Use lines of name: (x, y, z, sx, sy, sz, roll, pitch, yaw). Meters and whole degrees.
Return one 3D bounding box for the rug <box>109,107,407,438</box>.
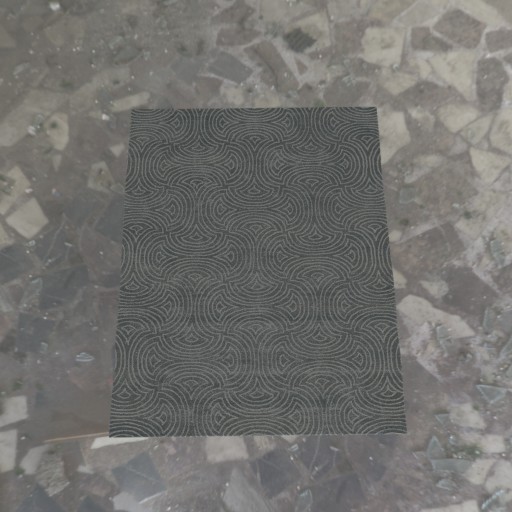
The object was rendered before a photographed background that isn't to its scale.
rug: (0.000, 0.000, 4.015, 2.456, 0.021, 3.042, -1, 75, 0)
